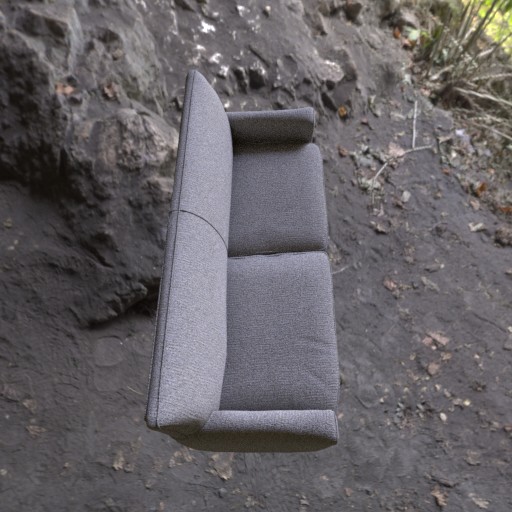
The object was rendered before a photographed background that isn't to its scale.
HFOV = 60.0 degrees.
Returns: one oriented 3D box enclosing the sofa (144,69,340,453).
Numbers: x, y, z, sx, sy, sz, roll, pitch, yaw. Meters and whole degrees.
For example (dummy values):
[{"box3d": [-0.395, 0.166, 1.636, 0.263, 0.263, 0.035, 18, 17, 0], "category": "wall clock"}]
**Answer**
[{"box3d": [0.000, 0.000, 2.541, 0.854, 0.942, 2.026, 0, 62, 0], "category": "sofa"}]
